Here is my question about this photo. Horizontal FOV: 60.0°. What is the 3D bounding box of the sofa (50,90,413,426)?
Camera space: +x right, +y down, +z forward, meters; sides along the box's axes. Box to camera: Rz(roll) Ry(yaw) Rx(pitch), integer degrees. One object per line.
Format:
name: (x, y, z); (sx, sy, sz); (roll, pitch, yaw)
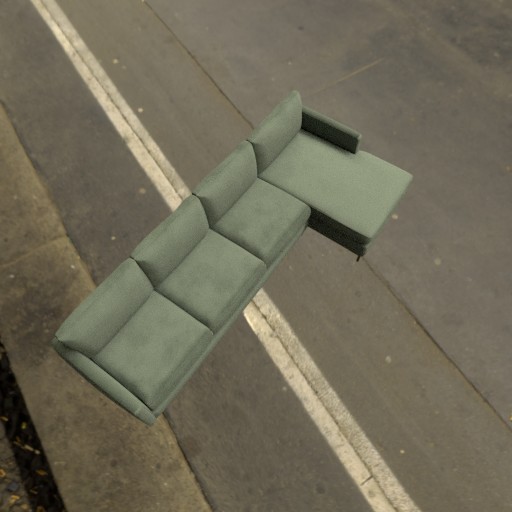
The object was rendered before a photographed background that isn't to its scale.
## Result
sofa: (0.000, 0.000, 3.254); (1.255, 0.756, 2.725); (32, 66, 16)
